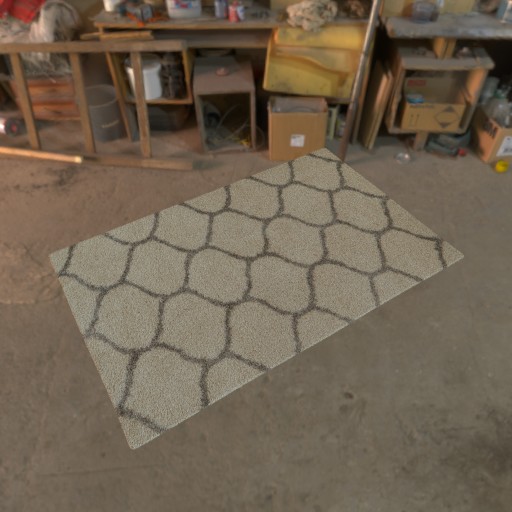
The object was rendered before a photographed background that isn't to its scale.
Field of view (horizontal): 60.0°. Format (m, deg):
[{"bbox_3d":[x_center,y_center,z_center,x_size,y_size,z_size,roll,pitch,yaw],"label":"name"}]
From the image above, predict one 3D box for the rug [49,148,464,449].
[{"bbox_3d":[0.000,0.000,2.963,2.348,0.024,1.501,-25,52,-21],"label":"rug"}]
